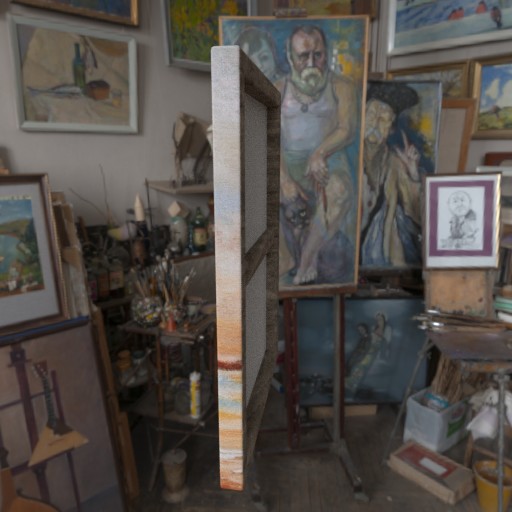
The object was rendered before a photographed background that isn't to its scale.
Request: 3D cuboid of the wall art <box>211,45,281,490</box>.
[{"bbox_3d":[0.000,0.000,0.795,0.035,0.605,0.443,2,14,9],"label":"wall art"}]
